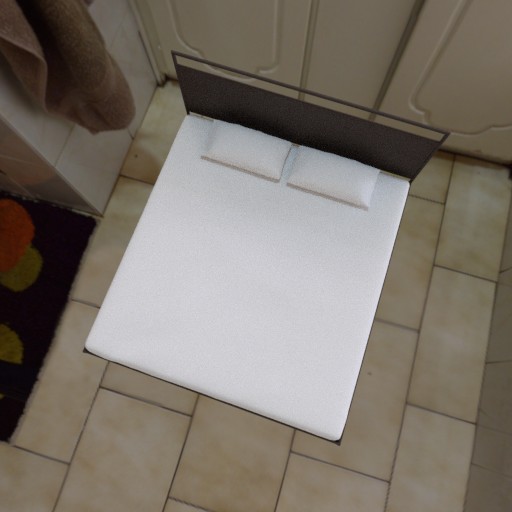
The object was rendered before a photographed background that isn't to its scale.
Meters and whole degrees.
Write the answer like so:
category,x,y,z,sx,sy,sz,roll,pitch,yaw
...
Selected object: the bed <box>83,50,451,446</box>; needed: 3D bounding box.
category,x,y,z,sx,sy,sz,roll,pitch,yaw
bed,0.000,0.000,3.309,1.993,1.173,2.151,18,75,5
